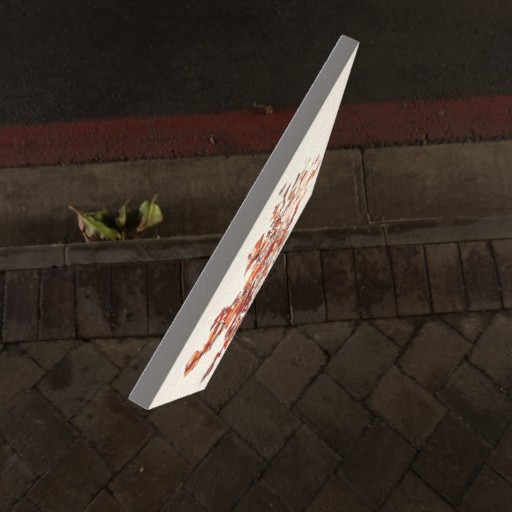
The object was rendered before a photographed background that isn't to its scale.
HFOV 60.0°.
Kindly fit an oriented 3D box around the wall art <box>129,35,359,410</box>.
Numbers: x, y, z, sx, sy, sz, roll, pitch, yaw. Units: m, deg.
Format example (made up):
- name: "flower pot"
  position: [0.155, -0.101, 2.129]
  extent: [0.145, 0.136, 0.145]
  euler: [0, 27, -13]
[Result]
- name: "wall art"
  position: [0.000, 0.000, 1.504]
  extent: [0.049, 1.009, 1.009]
  euler: [28, 77, 7]
